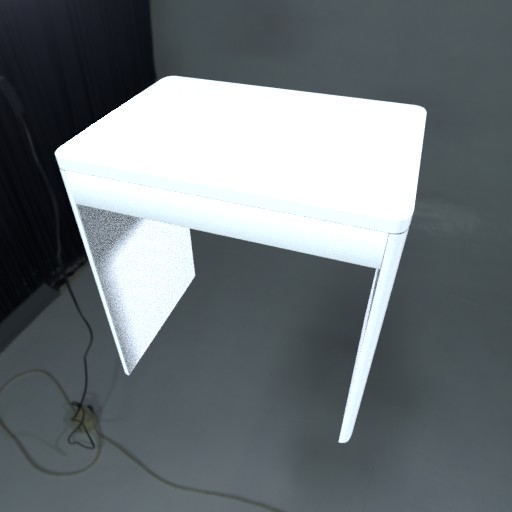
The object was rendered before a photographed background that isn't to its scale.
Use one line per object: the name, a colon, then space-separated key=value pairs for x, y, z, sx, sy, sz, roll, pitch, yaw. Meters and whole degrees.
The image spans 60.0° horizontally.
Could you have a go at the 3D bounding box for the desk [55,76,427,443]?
desk: x=0.000 y=0.000 z=1.318 sx=0.762 sy=0.800 sz=0.549 roll=13 pitch=42 yaw=14
